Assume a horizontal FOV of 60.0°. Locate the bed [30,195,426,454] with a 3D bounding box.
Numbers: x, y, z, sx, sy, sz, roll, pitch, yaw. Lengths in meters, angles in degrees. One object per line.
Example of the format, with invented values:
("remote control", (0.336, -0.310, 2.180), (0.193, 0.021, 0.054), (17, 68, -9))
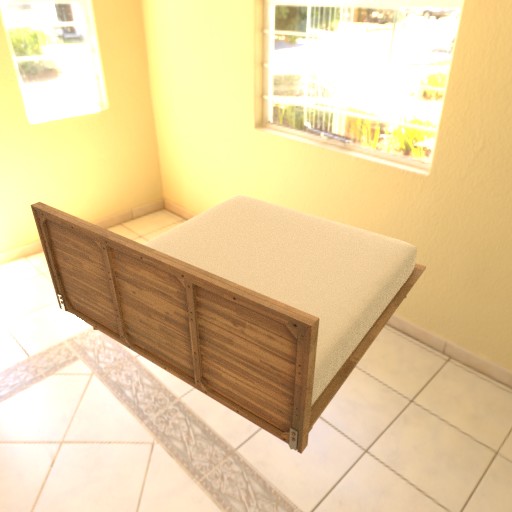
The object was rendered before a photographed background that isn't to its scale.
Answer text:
("bed", (0.000, 0.000, 3.424), (2.116, 1.100, 2.167), (20, 36, 30))
